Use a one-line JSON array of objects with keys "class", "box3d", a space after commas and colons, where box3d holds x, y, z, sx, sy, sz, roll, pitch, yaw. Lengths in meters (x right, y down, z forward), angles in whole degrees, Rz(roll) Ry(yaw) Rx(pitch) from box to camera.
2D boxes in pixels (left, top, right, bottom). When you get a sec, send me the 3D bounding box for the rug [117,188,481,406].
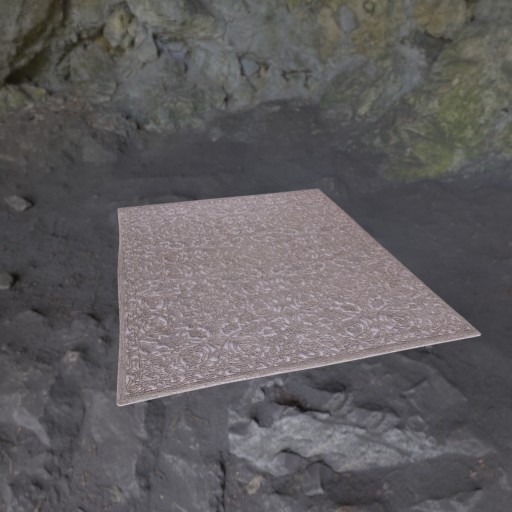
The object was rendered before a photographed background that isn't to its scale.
[{"class": "rug", "box3d": [0.000, 0.000, 4.095, 2.472, 0.035, 3.017, -7, 30, -13]}]
